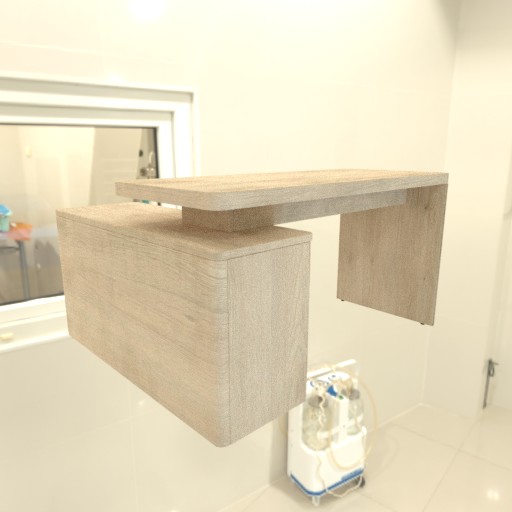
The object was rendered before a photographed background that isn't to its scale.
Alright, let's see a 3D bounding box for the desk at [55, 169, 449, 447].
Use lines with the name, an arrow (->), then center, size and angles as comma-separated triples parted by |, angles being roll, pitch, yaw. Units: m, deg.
desk -> 0.000, 0.000, 2.097 | 1.400, 0.770, 1.175 | -13, 19, -42
